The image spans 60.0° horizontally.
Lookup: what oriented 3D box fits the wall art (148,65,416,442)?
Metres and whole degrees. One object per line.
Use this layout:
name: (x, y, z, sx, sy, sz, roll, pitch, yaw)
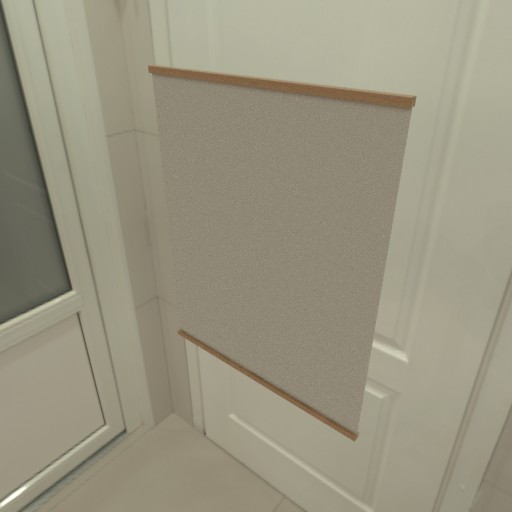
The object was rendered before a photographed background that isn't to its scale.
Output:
wall art: (0.000, 0.000, 0.675, 0.405, 0.508, 0.012, 22, 36, 34)
